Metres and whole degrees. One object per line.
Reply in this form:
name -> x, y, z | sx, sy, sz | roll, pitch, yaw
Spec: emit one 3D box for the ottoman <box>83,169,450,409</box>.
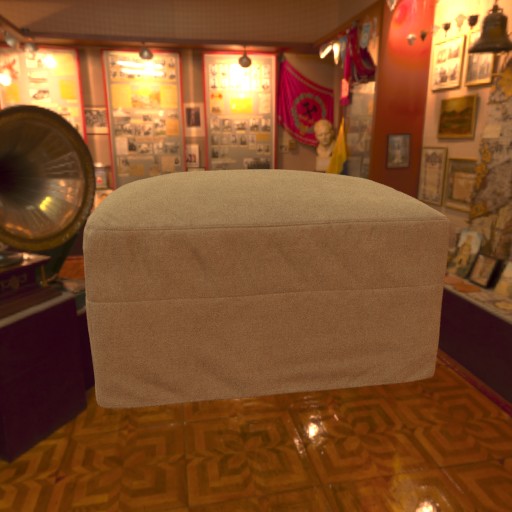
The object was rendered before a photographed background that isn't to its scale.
ottoman -> 0.000, 0.000, 1.260 | 0.837, 0.481, 0.683 | -2, 15, -9
